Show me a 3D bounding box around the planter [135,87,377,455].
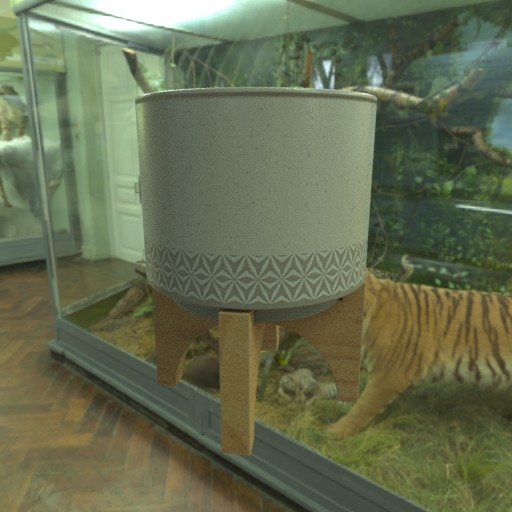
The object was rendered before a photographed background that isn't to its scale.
[{"bbox_3d":[0.000,0.000,0.267,0.130,0.178,0.130,0,15,0],"label":"planter"}]
